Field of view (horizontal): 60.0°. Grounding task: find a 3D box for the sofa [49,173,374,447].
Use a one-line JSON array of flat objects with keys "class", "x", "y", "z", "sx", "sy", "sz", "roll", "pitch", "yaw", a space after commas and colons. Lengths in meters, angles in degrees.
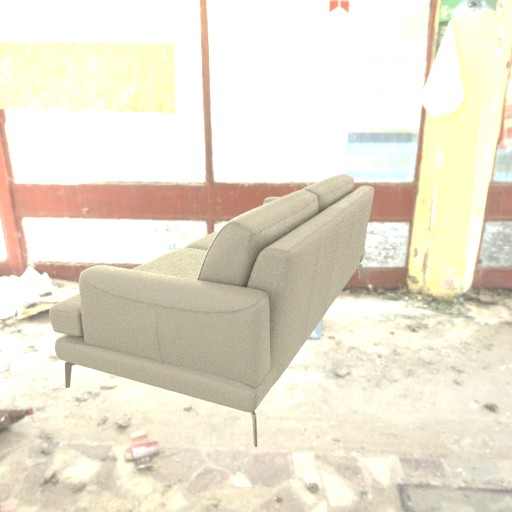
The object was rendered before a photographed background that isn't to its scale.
[{"class": "sofa", "x": 0.000, "y": 0.000, "z": 2.408, "sx": 0.974, "sy": 0.765, "sz": 1.940, "roll": 7, "pitch": 18, "yaw": 23}]
